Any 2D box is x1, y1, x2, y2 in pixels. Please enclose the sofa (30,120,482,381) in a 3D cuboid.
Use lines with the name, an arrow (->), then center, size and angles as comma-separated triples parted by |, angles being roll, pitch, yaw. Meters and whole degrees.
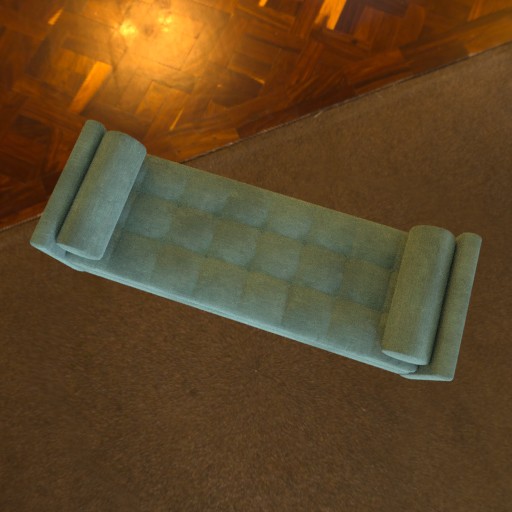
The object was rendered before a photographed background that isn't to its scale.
sofa -> 0.000, 0.000, 2.324 | 1.981, 0.635, 0.686 | 17, 76, 4
